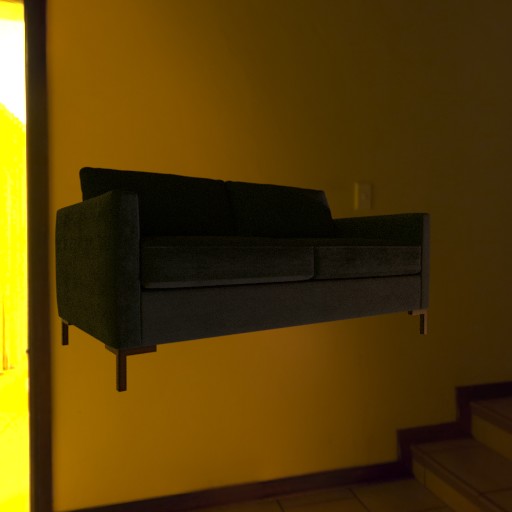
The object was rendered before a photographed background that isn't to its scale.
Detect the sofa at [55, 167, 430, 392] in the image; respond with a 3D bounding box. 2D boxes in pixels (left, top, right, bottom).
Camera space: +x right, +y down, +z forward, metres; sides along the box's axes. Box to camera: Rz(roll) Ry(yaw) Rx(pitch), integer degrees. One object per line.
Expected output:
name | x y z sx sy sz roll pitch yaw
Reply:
sofa | 0.000 0.000 2.161 1.676 0.817 0.875 -1 1 -35
